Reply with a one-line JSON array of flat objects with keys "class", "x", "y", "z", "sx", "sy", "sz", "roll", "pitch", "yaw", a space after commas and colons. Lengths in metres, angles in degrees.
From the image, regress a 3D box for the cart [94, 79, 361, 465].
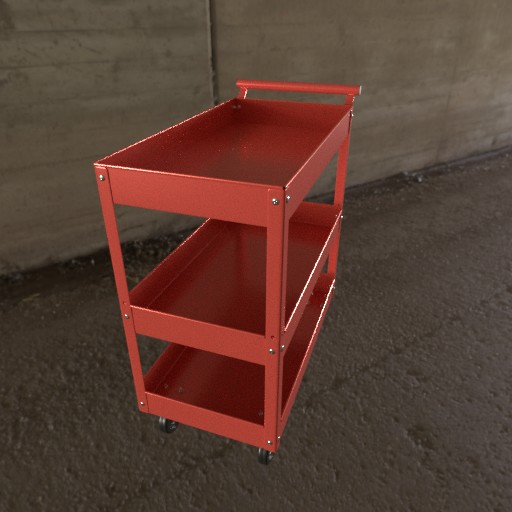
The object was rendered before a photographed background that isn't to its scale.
[{"class": "cart", "x": 0.000, "y": 0.000, "z": 1.183, "sx": 0.366, "sy": 0.780, "sz": 0.719, "roll": 10, "pitch": 31, "yaw": 17}]
